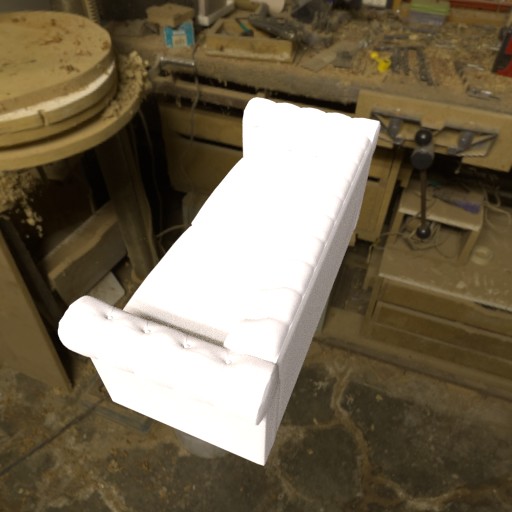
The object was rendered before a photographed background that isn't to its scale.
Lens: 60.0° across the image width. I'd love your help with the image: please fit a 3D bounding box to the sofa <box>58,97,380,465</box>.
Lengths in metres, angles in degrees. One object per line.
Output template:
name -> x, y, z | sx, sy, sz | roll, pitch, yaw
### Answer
sofa -> 0.000, 0.000, 2.222 | 0.771, 0.796, 1.798 | 17, 49, 15
